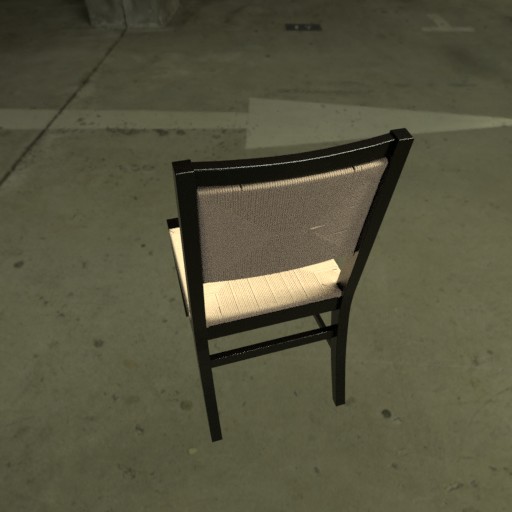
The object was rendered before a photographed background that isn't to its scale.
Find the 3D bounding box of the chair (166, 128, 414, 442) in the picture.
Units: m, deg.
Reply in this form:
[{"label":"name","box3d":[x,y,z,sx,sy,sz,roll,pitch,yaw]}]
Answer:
[{"label":"chair","box3d":[0.000,0.000,1.247,0.437,0.927,0.552,-11,43,-13]}]
